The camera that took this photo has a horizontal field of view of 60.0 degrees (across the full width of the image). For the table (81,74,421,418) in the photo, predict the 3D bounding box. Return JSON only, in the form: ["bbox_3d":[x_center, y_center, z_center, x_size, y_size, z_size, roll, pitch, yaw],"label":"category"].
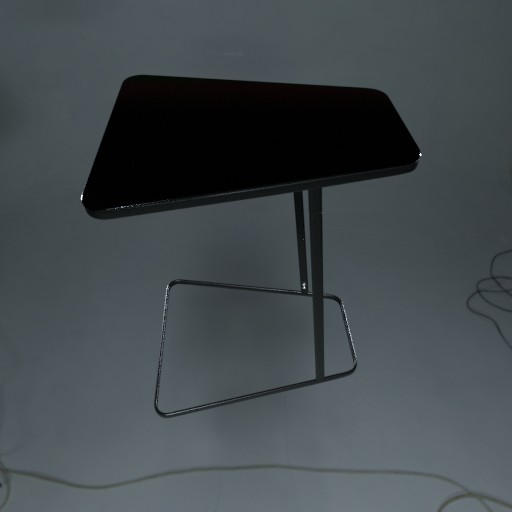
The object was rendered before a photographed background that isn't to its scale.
[{"bbox_3d":[0.000,0.000,0.963,0.500,0.624,0.427,-2,45,-2],"label":"table"}]
